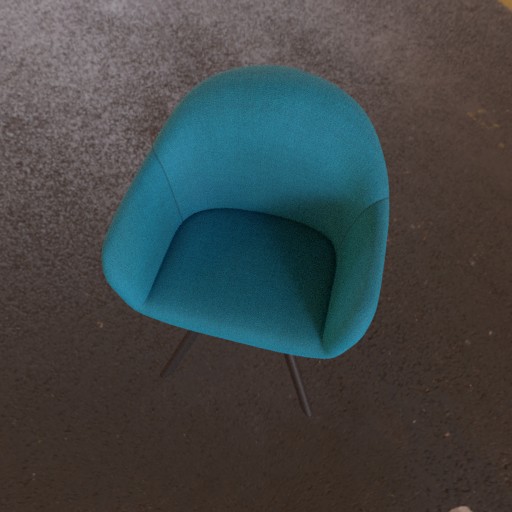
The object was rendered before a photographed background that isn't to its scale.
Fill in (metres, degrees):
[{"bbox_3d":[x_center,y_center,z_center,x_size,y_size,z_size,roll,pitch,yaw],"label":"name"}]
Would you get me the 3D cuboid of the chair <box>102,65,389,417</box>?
[{"bbox_3d":[0.000,0.000,1.179,0.590,0.795,0.550,13,59,8],"label":"chair"}]
